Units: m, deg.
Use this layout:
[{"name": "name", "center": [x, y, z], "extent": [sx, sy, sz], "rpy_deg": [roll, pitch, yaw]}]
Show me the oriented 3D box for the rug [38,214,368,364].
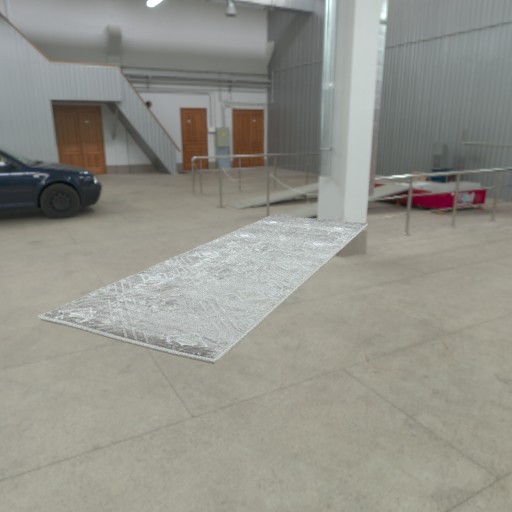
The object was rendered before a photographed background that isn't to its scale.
[{"name": "rug", "center": [0.000, 0.000, 2.649], "extent": [0.832, 0.035, 2.381], "rpy_deg": [8, 18, 24]}]
